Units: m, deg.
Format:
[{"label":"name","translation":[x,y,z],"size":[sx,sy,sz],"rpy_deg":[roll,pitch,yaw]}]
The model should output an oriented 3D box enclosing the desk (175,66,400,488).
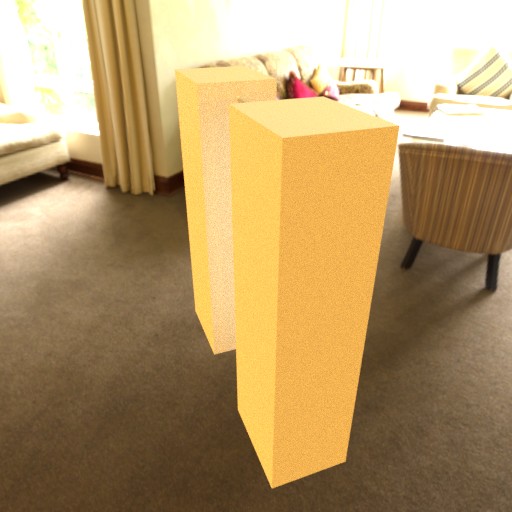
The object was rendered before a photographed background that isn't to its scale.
[{"label":"desk","translation":[0.000,0.000,2.805],"size":[0.480,2.000,1.770],"rpy_deg":[-11,32,-18]}]
